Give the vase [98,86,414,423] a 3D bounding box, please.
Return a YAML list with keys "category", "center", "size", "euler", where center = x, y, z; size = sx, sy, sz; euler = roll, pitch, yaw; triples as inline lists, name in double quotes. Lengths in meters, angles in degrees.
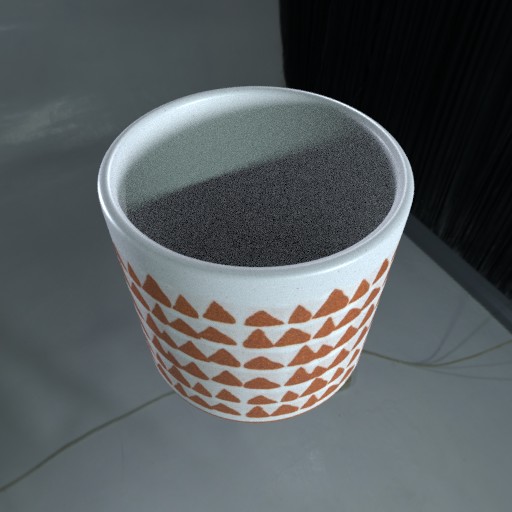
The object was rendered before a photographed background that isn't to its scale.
- category: "vase"
  center: [0.000, 0.000, 0.242]
  size: [0.137, 0.127, 0.137]
  euler: [0, 48, 0]
